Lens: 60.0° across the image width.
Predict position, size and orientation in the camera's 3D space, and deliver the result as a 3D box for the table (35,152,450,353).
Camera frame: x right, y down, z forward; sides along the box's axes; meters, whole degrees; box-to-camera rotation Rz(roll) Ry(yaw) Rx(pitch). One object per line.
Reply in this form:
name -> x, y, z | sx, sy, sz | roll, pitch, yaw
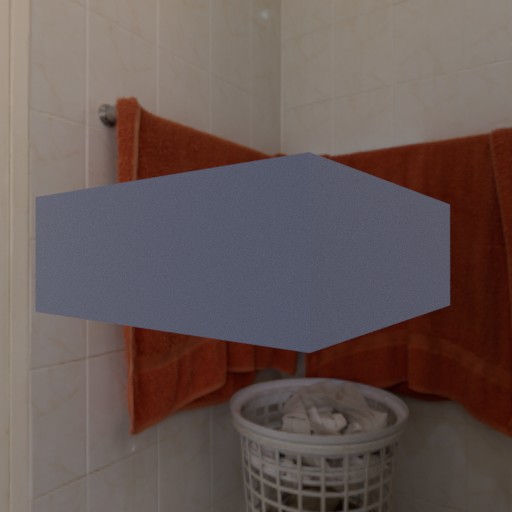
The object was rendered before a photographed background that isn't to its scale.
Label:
table -> 0.000, 0.000, 1.204 | 0.801, 0.299, 0.801 | 0, 0, 37
